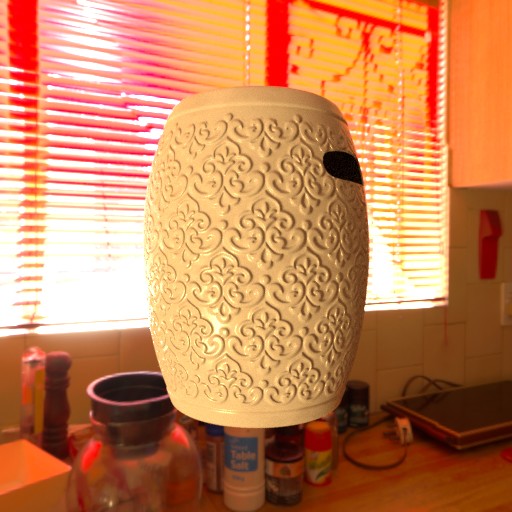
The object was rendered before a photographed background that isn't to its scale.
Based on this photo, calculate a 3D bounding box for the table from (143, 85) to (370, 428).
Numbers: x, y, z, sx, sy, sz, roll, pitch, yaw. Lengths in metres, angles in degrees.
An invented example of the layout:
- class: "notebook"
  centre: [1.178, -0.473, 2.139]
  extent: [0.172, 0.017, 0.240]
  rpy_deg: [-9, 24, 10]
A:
- class: "table"
  centre: [0.000, 0.000, 0.623]
  extent: [0.309, 0.397, 0.309]
  rpy_deg: [0, 1, 0]
